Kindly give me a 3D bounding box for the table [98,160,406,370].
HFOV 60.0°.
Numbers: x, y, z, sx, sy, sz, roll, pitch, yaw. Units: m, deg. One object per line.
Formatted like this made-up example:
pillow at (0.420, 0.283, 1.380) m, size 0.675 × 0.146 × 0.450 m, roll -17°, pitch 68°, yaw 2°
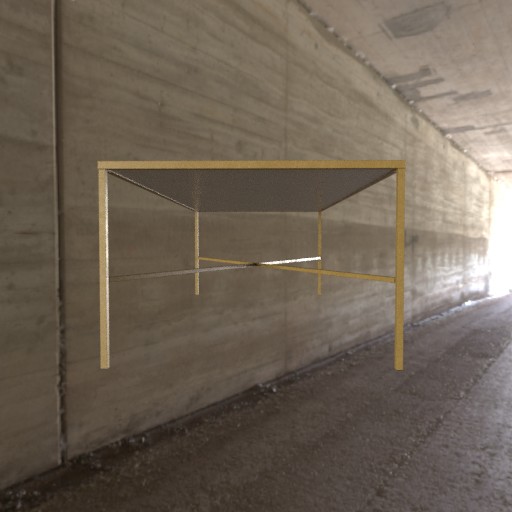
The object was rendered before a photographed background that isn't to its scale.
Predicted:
table at (0.000, 0.000, 1.443) m, size 0.580 × 0.398 × 1.206 m, roll 0°, pitch 2°, yaw 1°
